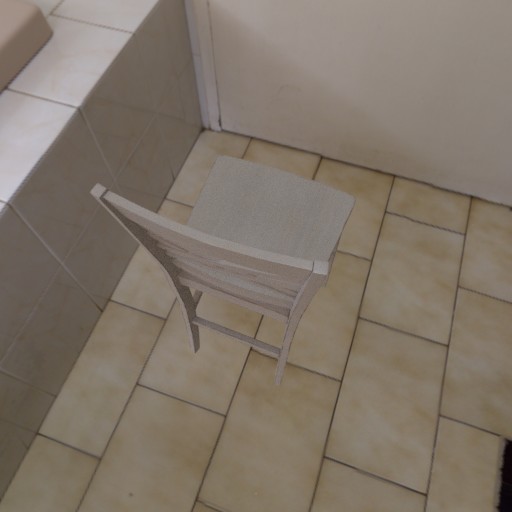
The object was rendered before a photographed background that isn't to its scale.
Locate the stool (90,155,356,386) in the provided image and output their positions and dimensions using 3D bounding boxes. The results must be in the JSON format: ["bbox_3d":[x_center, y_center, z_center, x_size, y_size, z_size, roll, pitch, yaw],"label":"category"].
[{"bbox_3d":[0.000,0.000,1.367,0.462,1.079,0.539,19,64,10],"label":"stool"}]
